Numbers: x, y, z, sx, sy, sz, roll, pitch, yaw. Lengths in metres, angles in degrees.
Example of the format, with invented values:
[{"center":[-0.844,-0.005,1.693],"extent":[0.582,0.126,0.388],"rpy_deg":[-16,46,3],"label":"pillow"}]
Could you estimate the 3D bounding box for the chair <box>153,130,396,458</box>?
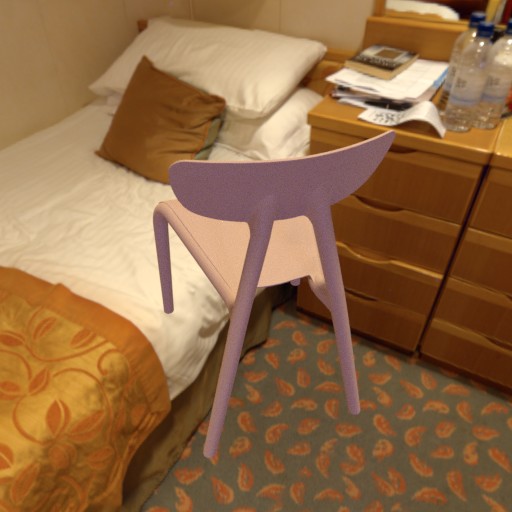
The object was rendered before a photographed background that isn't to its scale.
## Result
[{"center":[0.000,0.000,0.806],"extent":[0.356,0.580,0.401],"rpy_deg":[-11,42,-13],"label":"chair"}]
